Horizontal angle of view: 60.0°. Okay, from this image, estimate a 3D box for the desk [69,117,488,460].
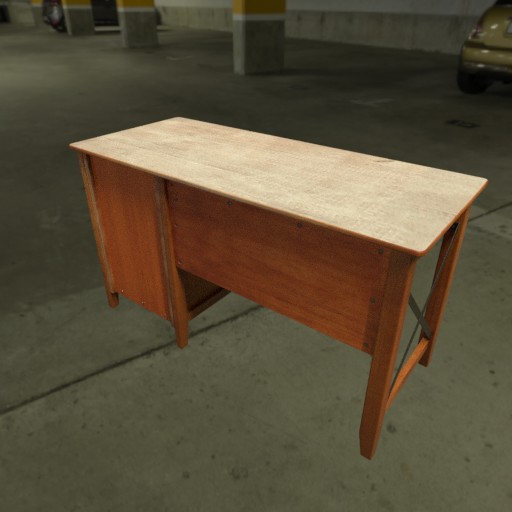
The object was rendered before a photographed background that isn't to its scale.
[{"bbox_3d":[0.000,0.000,1.697,1.353,0.756,0.574,21,36,32],"label":"desk"}]
